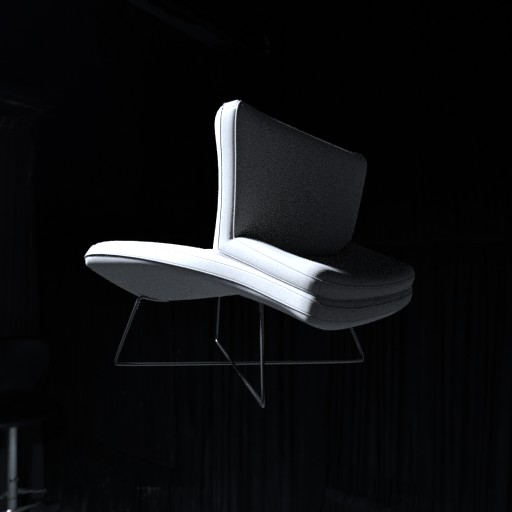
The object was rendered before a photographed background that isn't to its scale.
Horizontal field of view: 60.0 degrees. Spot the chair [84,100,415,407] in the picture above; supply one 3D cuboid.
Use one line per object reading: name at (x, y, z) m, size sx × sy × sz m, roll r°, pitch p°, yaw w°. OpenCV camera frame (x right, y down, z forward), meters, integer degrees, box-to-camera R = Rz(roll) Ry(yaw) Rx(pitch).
chair at (0.000, 0.000, 1.680) m, size 1.008 × 0.855 × 0.859 m, roll 0°, pitch 0°, yaw 37°
